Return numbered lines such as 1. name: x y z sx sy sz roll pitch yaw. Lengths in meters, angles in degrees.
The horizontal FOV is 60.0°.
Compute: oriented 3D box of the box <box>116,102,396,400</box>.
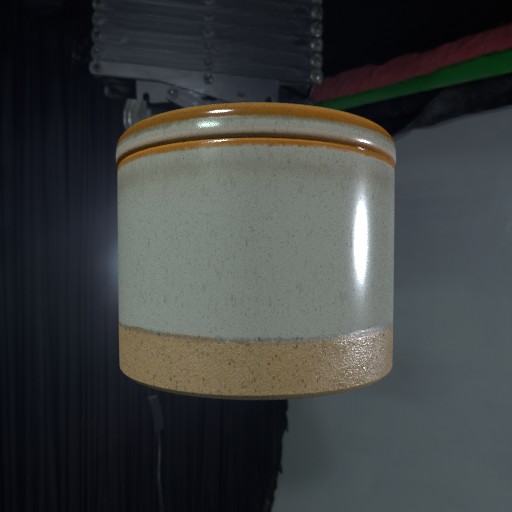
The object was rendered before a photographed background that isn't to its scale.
1. box: 0.000 0.000 0.203 0.123 0.100 0.123 0 -1 0
